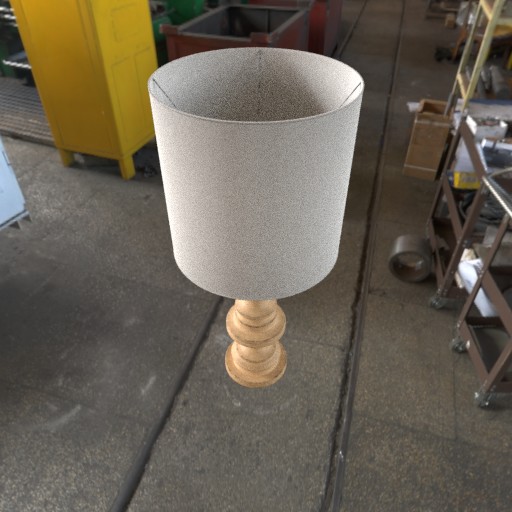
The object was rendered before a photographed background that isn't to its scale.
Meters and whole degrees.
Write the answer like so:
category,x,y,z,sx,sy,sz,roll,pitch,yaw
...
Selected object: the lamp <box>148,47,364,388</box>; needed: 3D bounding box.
category,x,y,z,sx,sy,sz,roll,pitch,yaw
lamp,0.000,0.000,0.580,0.208,0.455,0.208,-11,42,-13
